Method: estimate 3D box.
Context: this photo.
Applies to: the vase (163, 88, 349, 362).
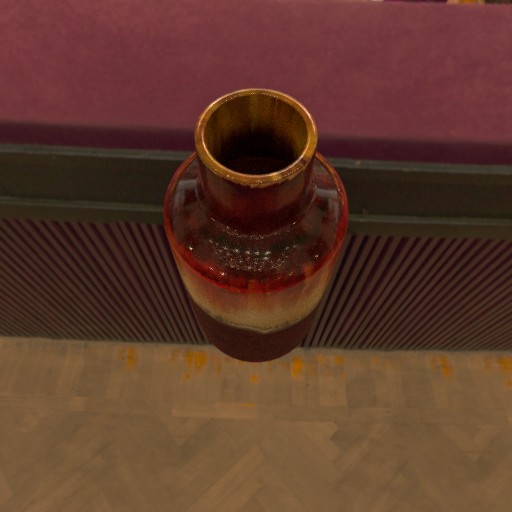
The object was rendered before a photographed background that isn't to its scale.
[{"bbox_3d":[0.000,0.000,0.322,0.111,0.261,0.111,0,64,0],"label":"vase"}]
